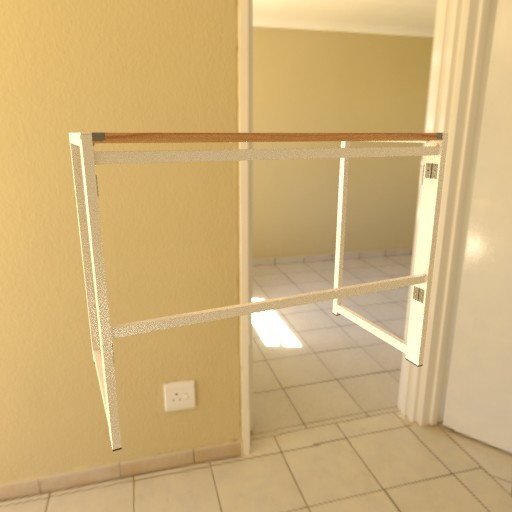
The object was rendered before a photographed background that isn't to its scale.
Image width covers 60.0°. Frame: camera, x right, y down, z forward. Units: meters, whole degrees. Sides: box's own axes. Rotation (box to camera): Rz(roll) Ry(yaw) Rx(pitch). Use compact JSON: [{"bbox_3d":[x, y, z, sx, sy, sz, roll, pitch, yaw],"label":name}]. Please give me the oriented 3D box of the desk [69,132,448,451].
[{"bbox_3d":[0.000,0.000,1.421,1.016,0.762,0.508,-7,17,-24],"label":"desk"}]
